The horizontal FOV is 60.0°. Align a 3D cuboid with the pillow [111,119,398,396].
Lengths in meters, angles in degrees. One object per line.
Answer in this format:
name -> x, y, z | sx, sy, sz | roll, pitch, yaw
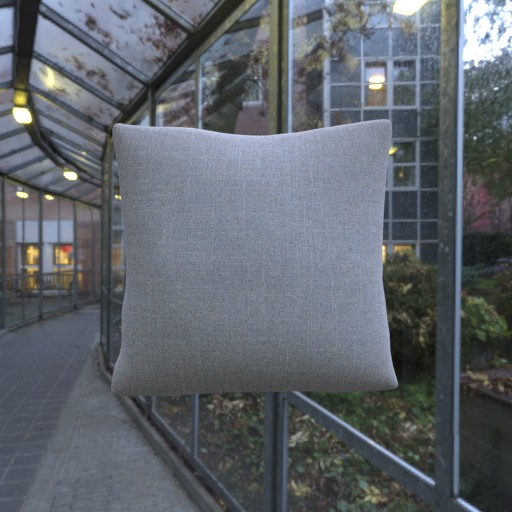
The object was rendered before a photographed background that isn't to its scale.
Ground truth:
pillow -> 0.000, 0.000, 0.896 | 0.578, 0.558, 0.192 | 0, 0, -2
